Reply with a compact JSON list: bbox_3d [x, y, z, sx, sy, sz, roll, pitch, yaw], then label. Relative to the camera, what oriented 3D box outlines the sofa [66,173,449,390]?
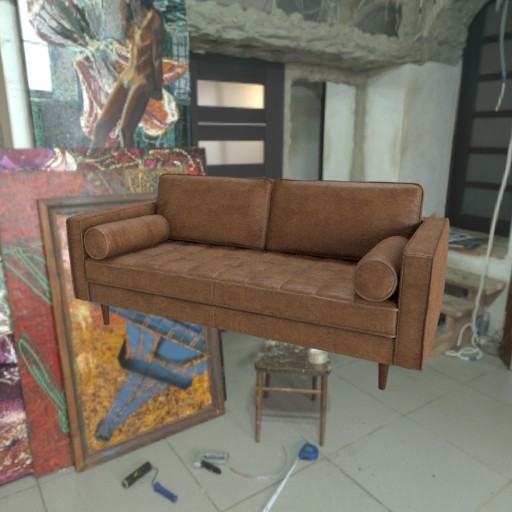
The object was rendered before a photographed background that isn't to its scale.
[{"bbox_3d":[0.000,0.000,2.452,1.920,0.825,0.924,7,16,25],"label":"sofa"}]
